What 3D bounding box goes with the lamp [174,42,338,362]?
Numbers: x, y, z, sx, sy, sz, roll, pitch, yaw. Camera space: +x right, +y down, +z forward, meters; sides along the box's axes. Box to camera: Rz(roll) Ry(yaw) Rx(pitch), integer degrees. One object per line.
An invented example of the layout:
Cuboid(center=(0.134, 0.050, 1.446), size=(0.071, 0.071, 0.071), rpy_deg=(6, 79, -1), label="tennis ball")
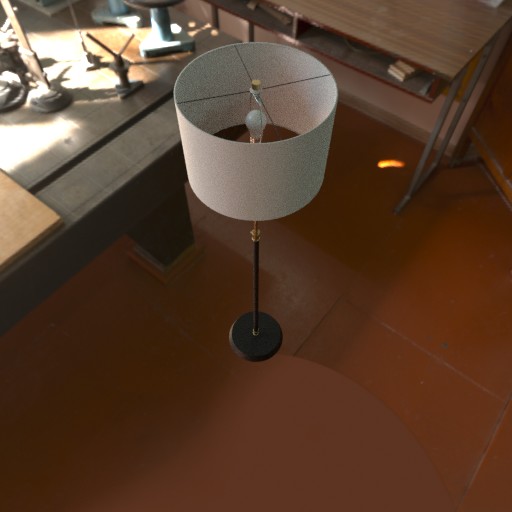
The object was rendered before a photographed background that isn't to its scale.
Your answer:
Cuboid(center=(0.000, 0.000, 1.709), size=(0.404, 1.517, 0.404), rpy_deg=(-14, 57, -9), label="lamp")
